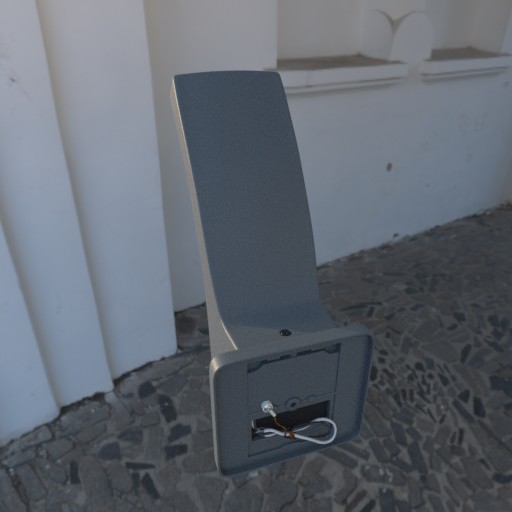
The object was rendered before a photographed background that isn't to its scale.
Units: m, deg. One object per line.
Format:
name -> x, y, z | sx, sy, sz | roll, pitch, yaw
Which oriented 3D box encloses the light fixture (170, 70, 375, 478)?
light fixture -> 0.000, 0.000, 0.327 | 0.108, 0.243, 0.174 | -9, 29, -16
